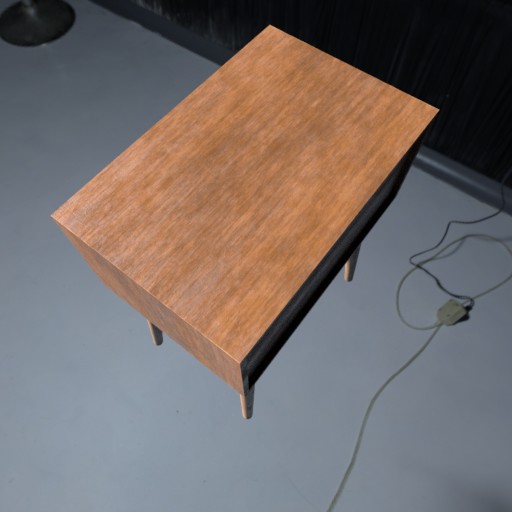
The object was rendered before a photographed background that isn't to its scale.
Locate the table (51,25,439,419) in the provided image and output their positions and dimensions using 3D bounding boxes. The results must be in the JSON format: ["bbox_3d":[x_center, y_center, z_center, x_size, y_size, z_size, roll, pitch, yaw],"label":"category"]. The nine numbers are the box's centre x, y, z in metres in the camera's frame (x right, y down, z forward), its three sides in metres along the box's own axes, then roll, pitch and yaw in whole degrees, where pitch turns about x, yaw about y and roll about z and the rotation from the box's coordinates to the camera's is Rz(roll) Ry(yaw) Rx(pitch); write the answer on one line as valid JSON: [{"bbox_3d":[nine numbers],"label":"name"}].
[{"bbox_3d":[0.000,0.000,0.850,0.307,0.580,0.454,35,68,16],"label":"table"}]
